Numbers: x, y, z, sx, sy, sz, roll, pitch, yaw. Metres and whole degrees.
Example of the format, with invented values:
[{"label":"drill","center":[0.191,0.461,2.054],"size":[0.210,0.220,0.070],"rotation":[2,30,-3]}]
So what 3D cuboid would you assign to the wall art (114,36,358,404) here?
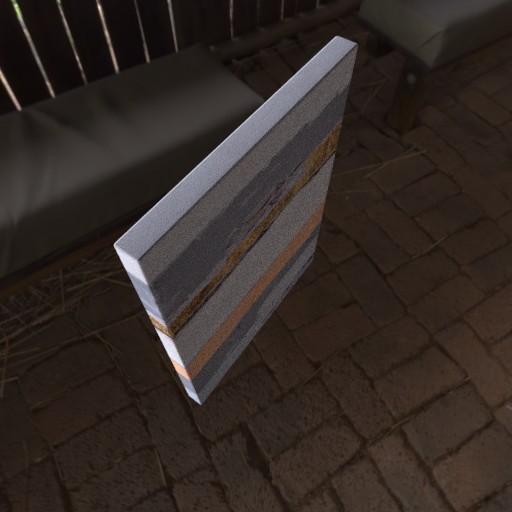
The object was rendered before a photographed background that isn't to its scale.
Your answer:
[{"label":"wall art","center":[0.000,0.000,0.810],"size":[0.038,0.609,0.456],"rotation":[32,64,18]}]
